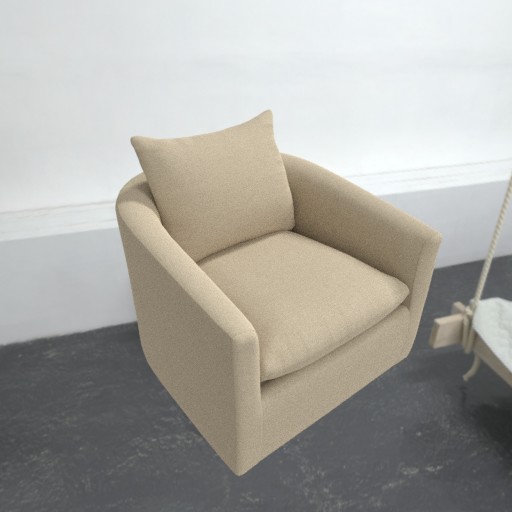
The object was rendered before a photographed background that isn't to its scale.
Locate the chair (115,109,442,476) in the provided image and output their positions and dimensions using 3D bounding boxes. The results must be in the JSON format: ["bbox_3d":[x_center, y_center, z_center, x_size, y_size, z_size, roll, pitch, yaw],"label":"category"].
[{"bbox_3d":[0.000,0.000,1.580,0.845,0.848,0.910,-22,37,-32],"label":"chair"}]
